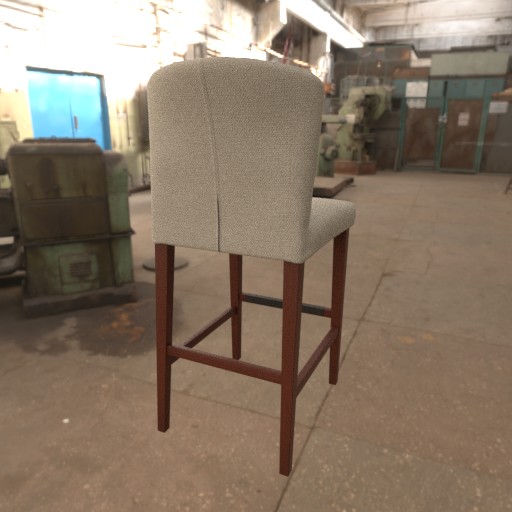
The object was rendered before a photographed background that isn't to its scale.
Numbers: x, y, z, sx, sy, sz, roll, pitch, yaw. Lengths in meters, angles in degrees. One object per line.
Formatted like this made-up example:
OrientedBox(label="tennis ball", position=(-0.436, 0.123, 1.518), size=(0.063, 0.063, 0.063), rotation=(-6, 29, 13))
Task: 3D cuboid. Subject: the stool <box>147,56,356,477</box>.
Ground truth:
OrientedBox(label="stool", position=(0.000, 0.000, 1.369), size=(0.481, 1.069, 0.568), rotation=(8, 19, 24))
